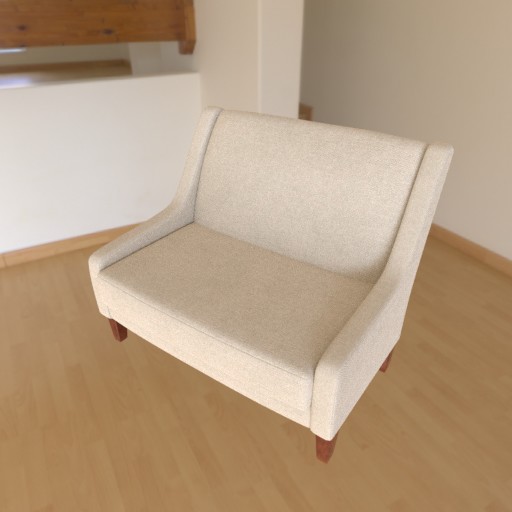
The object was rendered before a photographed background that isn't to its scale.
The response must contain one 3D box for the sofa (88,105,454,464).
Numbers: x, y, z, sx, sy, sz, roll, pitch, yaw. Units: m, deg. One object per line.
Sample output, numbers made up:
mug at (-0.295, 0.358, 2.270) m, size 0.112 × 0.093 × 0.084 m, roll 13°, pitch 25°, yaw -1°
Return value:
sofa at (0.000, 0.000, 1.899) m, size 1.212 × 0.976 × 0.946 m, roll 20°, pitch 36°, yaw 30°
